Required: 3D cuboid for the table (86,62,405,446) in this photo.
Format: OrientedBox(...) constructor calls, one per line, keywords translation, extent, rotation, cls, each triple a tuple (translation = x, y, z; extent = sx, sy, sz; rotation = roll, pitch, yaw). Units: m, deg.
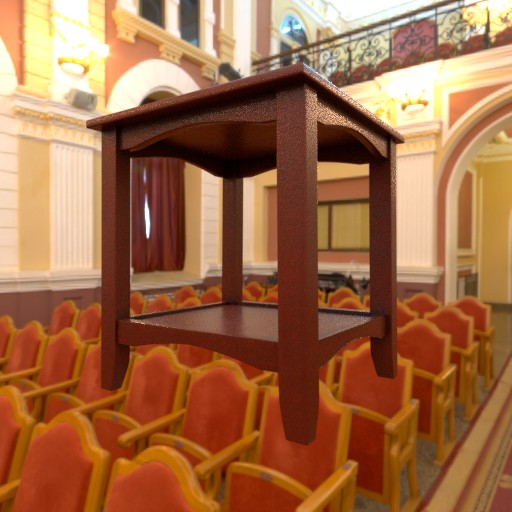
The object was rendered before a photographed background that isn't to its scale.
OrientedBox(translation=(0.000, 0.000, 0.976), extent=(0.523, 0.558, 0.522), rotation=(1, 1, 37), cls="table")
